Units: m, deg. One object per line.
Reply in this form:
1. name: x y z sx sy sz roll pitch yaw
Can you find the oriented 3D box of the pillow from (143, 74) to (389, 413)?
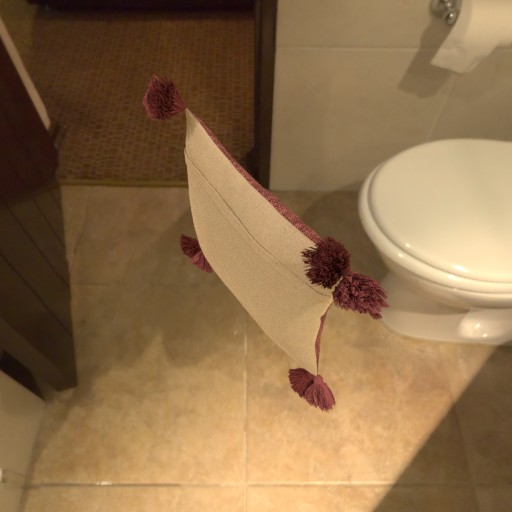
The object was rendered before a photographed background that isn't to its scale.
1. pillow: 0.000 0.000 0.968 0.138 0.659 0.641 -32 63 -19
